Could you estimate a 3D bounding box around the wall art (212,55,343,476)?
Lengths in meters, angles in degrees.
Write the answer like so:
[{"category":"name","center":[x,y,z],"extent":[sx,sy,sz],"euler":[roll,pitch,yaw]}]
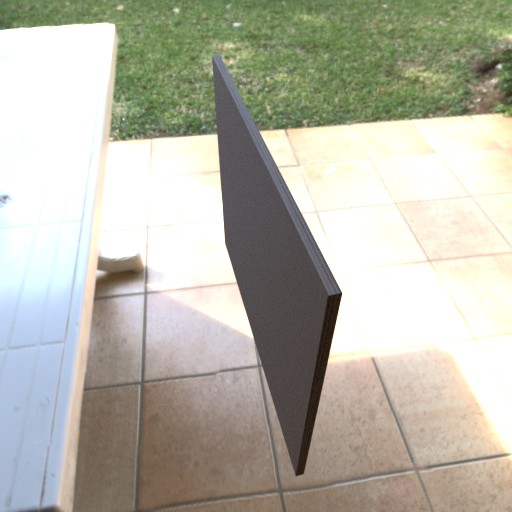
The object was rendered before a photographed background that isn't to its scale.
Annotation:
[{"category":"wall art","center":[0.000,0.000,0.671],"extent":[0.013,0.406,0.508],"euler":[-10,46,-10]}]
